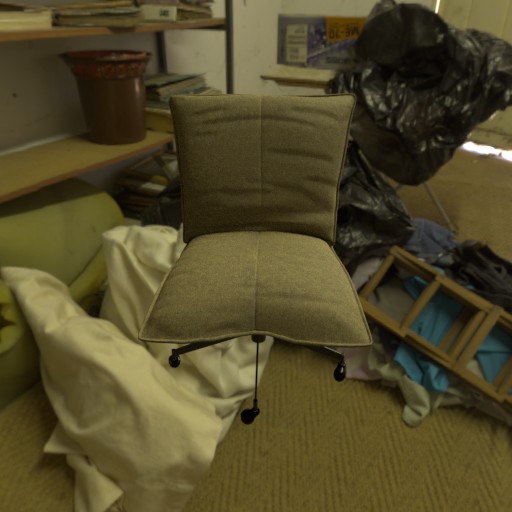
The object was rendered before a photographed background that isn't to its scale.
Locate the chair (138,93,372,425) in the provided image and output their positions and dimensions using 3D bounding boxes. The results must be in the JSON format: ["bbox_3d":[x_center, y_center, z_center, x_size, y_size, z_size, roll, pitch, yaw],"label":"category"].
[{"bbox_3d":[0.000,0.000,1.322,0.597,0.811,0.696,2,30,3],"label":"chair"}]
